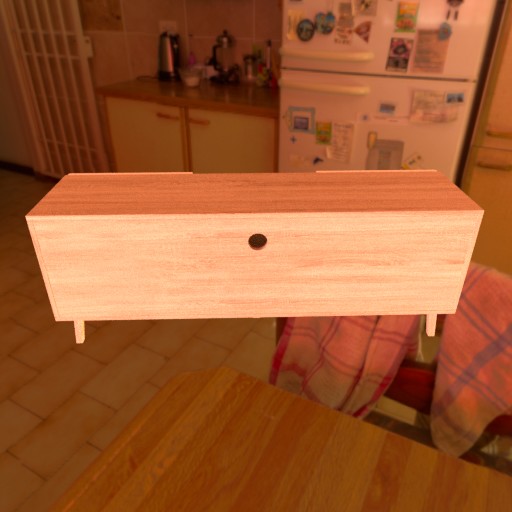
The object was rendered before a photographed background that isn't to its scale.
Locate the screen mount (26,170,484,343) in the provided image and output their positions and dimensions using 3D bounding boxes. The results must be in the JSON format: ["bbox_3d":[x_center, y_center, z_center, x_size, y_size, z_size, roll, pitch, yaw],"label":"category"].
[{"bbox_3d":[0.000,0.000,1.773,1.500,0.570,0.420,-1,30,-1],"label":"screen mount"}]
